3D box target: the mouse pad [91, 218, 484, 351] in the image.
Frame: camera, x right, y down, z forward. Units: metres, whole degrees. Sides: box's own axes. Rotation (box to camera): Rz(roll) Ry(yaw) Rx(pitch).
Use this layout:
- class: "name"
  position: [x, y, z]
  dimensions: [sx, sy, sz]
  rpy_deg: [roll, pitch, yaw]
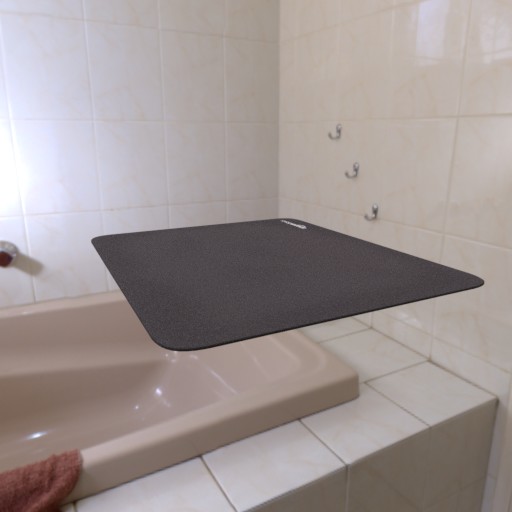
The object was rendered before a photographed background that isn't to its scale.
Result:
- class: "mouse pad"
  position: [0.000, 0.000, 0.428]
  dimensions: [0.269, 0.002, 0.315]
  rpy_deg: [-8, 17, -26]
